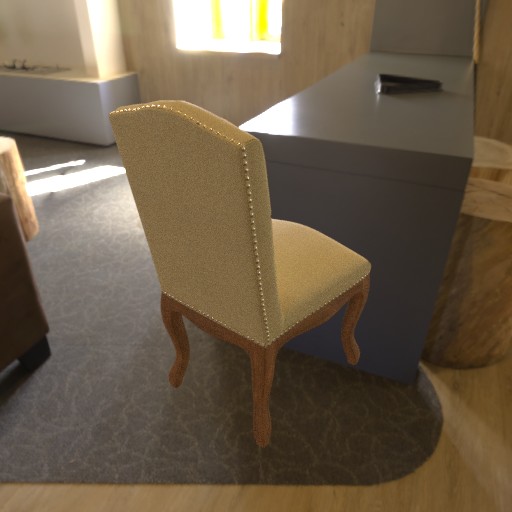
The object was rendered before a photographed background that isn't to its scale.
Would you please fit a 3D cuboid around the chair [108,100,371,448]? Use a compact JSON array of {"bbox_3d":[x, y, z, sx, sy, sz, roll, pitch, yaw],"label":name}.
[{"bbox_3d":[0.000,0.000,1.564,0.623,1.165,0.715,22,38,31],"label":"chair"}]
